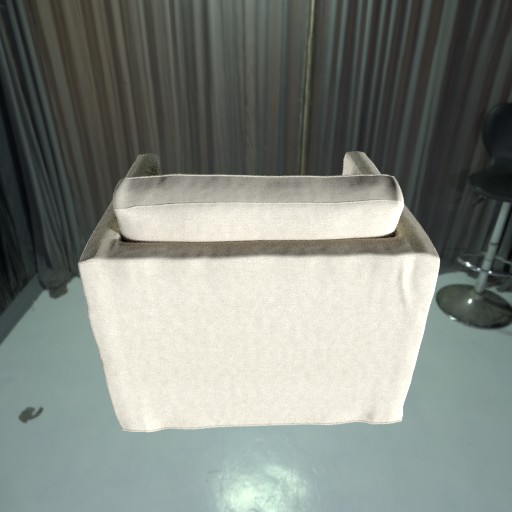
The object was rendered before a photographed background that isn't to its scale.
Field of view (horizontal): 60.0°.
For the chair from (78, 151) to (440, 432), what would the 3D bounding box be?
[{"bbox_3d":[0.000,0.000,1.754,1.057,0.867,0.949,-1,31,-2],"label":"chair"}]
